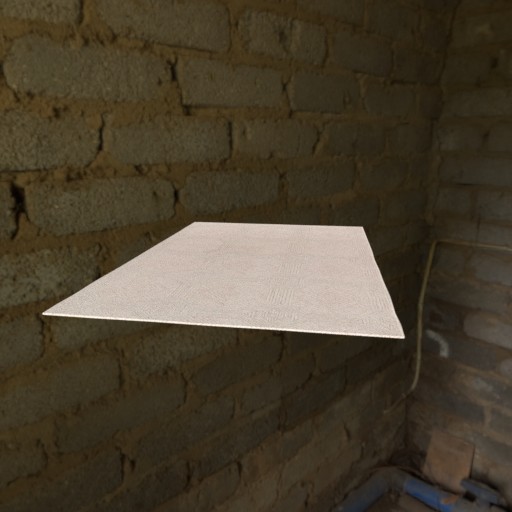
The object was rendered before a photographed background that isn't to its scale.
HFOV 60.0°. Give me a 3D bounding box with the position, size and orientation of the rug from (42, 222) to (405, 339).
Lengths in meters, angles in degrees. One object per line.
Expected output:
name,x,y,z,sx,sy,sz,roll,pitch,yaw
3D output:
rug,0.000,0.000,2.337,1.236,0.009,1.839,2,15,9
